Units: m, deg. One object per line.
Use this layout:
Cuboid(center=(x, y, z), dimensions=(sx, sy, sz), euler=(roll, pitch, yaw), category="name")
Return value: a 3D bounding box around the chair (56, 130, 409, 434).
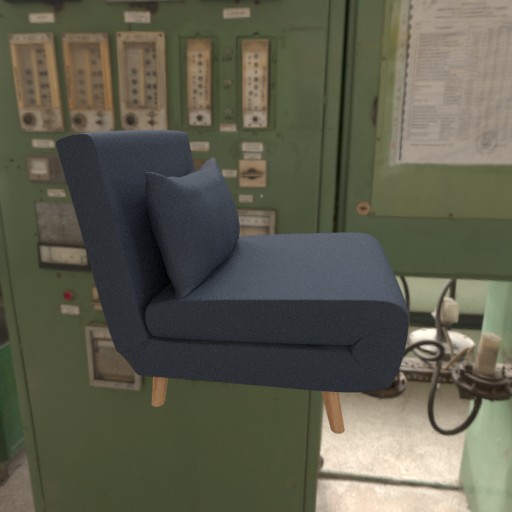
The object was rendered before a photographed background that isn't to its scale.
Cuboid(center=(0.000, 0.000, 1.477), dimensions=(0.900, 0.808, 0.770), euler=(3, 16, 9), category="chair")
